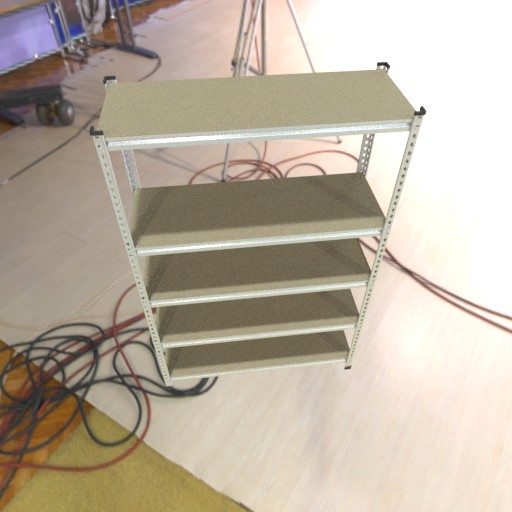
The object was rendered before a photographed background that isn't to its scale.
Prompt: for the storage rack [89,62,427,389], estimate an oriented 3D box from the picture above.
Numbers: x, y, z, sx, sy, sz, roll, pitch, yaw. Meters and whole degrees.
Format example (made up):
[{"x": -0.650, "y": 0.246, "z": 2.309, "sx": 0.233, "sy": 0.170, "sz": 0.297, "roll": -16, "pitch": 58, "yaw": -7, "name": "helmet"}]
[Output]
[{"x": 0.000, "y": 0.000, "z": 2.392, "sx": 1.219, "sy": 1.829, "sz": 0.457, "roll": -5, "pitch": 46, "yaw": -5, "name": "storage rack"}]
